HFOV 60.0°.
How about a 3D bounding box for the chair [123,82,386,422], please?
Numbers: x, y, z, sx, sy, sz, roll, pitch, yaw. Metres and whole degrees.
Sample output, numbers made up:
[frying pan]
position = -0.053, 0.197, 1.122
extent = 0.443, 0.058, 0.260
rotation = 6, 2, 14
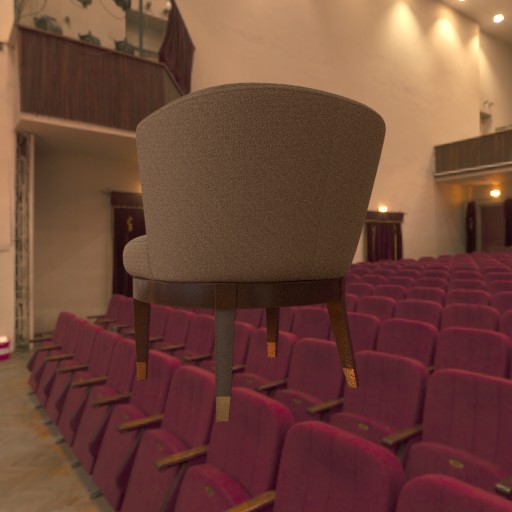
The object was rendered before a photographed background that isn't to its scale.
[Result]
[chair]
position = 0.000, 0.000, 1.294
extent = 0.700, 0.760, 0.660
rotation = 0, 1, -35
